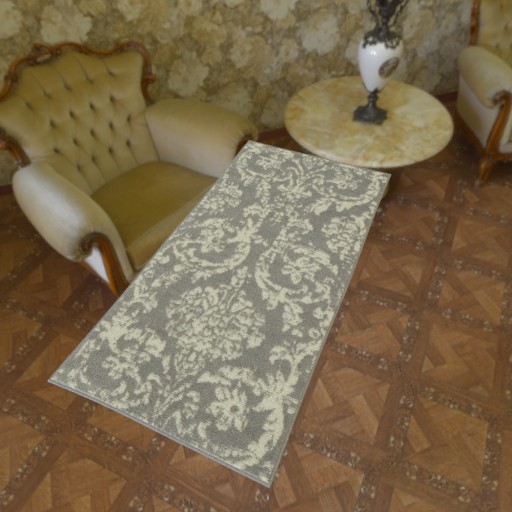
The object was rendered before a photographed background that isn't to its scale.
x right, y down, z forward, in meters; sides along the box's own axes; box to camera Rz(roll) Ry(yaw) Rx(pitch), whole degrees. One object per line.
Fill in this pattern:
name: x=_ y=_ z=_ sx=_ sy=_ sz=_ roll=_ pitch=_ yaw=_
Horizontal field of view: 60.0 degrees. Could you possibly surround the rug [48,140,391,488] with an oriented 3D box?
rug: x=0.000 y=0.000 z=1.406 sx=0.604 sy=0.007 sz=1.219 roll=18 pitch=49 yaw=16
